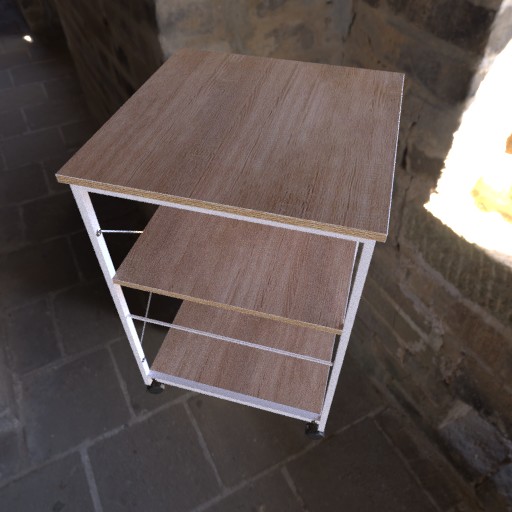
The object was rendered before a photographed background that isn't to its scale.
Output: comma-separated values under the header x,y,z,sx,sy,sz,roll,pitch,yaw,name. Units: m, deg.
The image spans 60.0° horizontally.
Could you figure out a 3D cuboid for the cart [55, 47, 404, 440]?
x,y,z,sx,sy,sz,roll,pitch,yaw,name
0.000,0.000,1.107,0.520,0.762,0.521,11,48,11,cart
